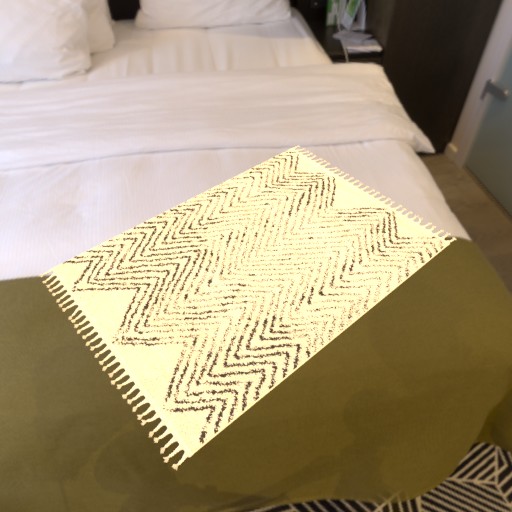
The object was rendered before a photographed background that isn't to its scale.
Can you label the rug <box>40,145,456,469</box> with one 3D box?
[{"bbox_3d":[0.000,0.000,2.311,1.847,0.014,1.230,-32,54,-27],"label":"rug"}]
